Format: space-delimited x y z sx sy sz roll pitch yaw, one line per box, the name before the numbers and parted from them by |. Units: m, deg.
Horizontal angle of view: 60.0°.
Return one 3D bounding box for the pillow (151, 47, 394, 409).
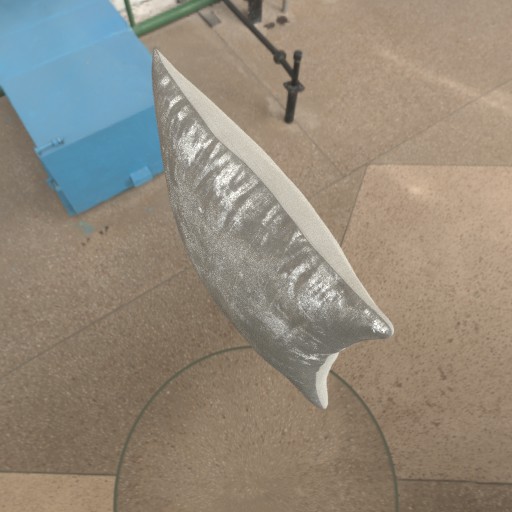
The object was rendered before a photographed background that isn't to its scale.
pillow | 0.000 0.000 0.700 0.175 0.464 0.470 -30 67 -14
